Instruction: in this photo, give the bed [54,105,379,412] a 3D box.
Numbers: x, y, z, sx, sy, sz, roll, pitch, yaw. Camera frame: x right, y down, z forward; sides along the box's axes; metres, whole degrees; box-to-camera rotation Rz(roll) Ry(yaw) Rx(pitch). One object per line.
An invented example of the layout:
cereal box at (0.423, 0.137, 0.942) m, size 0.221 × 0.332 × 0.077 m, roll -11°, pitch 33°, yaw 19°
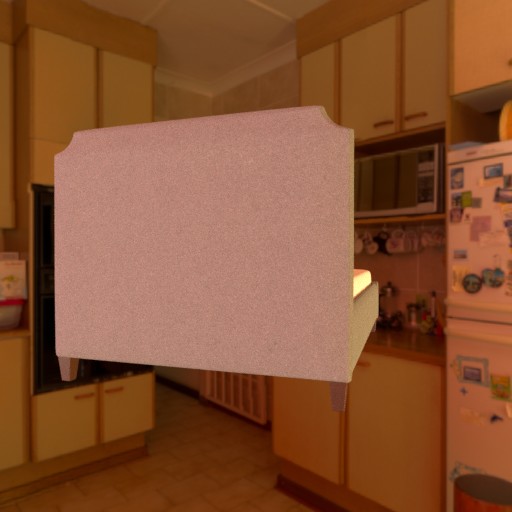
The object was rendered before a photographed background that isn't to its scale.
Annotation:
bed at (0.000, 0.000, 3.391) m, size 1.712 × 1.443 × 2.372 m, roll 0°, pitch 0°, yaw 19°
